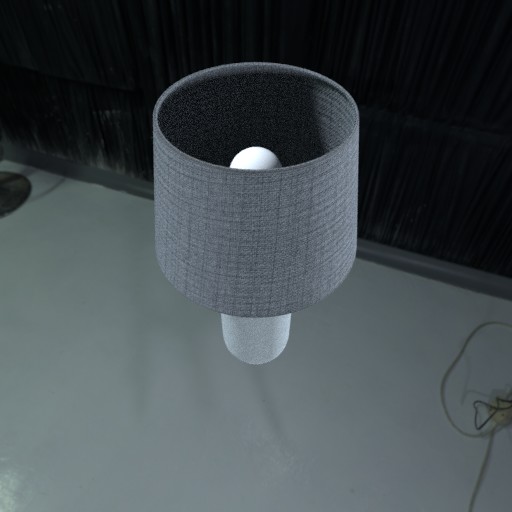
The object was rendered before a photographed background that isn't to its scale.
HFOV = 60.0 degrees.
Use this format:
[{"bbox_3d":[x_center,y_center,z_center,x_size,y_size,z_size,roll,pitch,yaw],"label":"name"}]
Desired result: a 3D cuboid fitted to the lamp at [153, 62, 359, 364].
[{"bbox_3d":[0.000,0.000,0.590,0.251,0.429,0.251,0,48,0],"label":"lamp"}]
